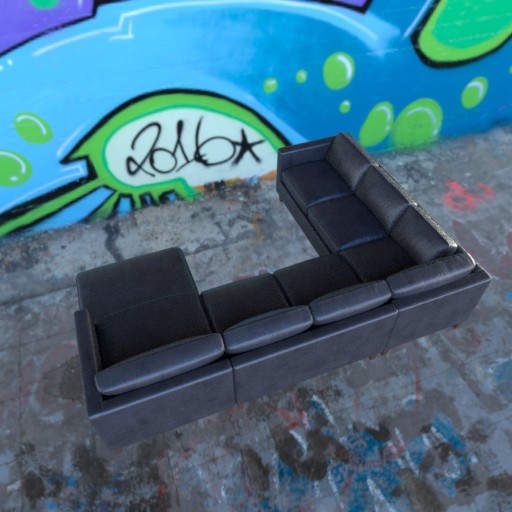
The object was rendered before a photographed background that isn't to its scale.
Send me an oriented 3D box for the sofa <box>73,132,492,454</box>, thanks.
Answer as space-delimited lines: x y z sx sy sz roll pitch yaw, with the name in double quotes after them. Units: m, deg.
0.000 0.000 4.294 3.324 0.891 2.452 -16 49 -14 "sofa"
